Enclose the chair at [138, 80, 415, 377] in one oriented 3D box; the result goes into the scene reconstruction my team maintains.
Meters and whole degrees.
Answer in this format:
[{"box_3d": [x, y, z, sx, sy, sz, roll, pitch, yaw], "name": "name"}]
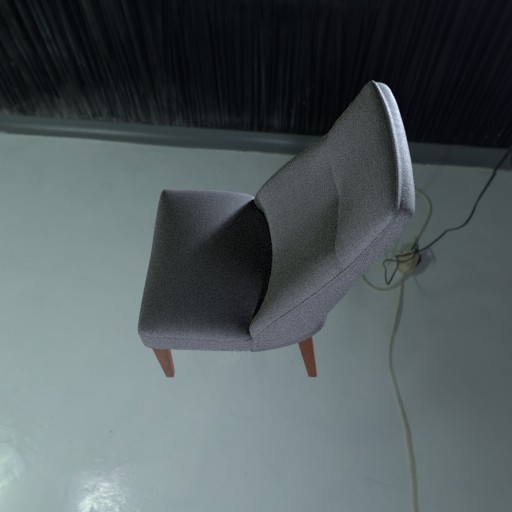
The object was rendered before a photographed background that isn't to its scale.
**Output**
[{"box_3d": [0.000, 0.000, 1.271, 0.620, 0.930, 0.500, 1, 59, 1], "name": "chair"}]
